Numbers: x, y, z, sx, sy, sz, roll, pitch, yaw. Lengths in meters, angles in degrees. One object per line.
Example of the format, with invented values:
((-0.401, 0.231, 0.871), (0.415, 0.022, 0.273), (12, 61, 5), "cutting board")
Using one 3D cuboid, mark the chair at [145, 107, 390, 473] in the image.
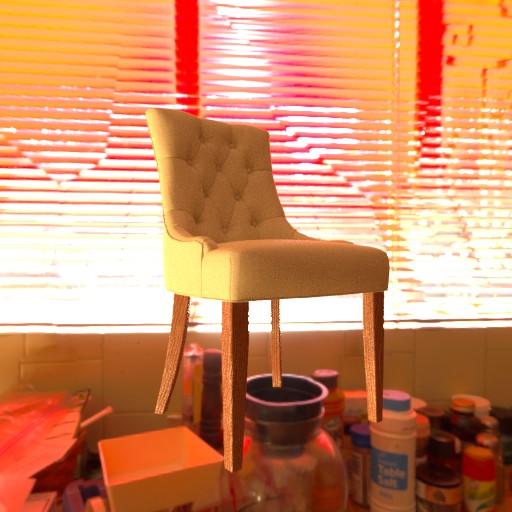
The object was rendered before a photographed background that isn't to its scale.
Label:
((0.000, 0.000, 1.226), (0.509, 0.874, 0.565), (0, 0, -36), "chair")
